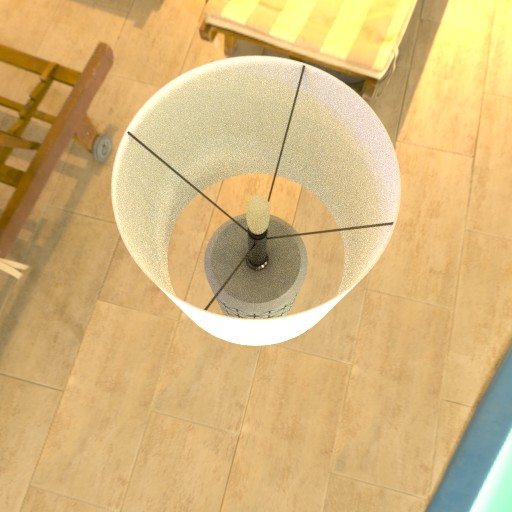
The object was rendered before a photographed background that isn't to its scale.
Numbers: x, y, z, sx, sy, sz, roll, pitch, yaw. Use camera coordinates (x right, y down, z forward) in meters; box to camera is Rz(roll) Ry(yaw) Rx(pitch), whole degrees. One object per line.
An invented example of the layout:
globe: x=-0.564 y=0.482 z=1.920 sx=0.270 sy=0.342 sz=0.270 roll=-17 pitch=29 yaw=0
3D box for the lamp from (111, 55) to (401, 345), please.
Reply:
lamp: x=0.000 y=0.000 z=0.516 sx=0.206 sy=0.416 sz=0.206 roll=20 pitch=75 yaw=5
